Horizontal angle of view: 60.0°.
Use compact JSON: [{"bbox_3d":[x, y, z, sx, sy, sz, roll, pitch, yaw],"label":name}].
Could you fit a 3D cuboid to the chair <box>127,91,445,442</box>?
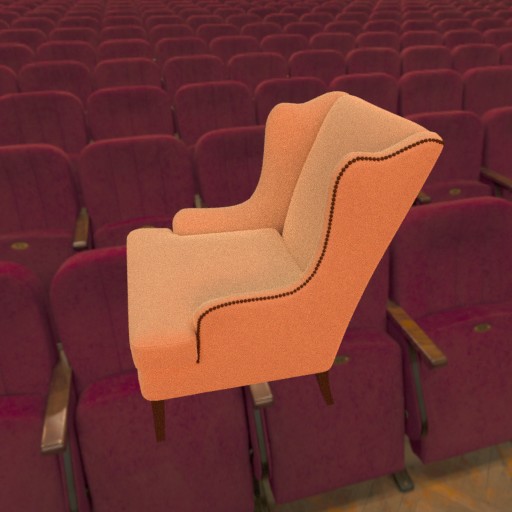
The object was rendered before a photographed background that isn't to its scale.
[{"bbox_3d":[0.000,0.000,1.642,0.940,1.029,0.737,-8,32,-13],"label":"chair"}]
